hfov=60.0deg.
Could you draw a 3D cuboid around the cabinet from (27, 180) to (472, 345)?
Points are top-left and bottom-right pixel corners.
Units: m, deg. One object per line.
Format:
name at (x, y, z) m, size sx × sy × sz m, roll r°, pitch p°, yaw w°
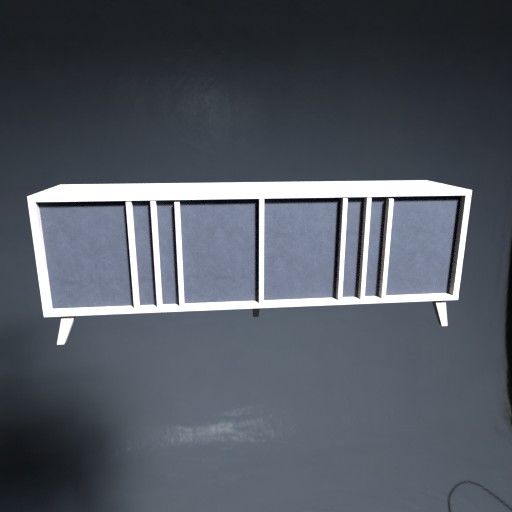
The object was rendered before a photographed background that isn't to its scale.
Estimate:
cabinet at (0.000, 0.000, 2.520) m, size 2.198 × 0.779 × 0.499 m, roll -2°, pitch 16°, yaw -6°
